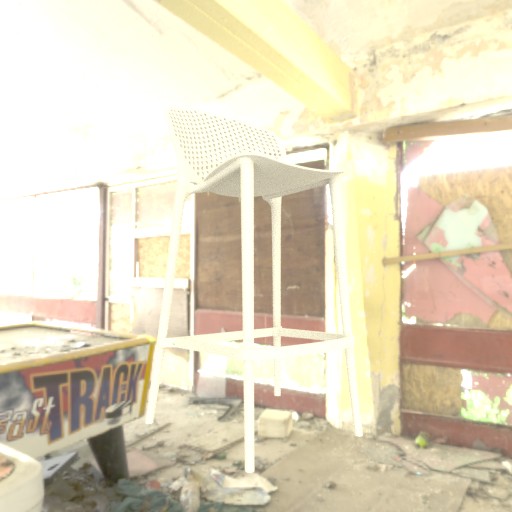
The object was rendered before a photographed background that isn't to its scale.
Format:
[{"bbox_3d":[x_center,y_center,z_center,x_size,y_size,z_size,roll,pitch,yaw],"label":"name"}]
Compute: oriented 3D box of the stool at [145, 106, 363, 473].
[{"bbox_3d":[0.000,0.000,1.375,0.536,1.045,0.535,1,-2,-36],"label":"stool"}]
